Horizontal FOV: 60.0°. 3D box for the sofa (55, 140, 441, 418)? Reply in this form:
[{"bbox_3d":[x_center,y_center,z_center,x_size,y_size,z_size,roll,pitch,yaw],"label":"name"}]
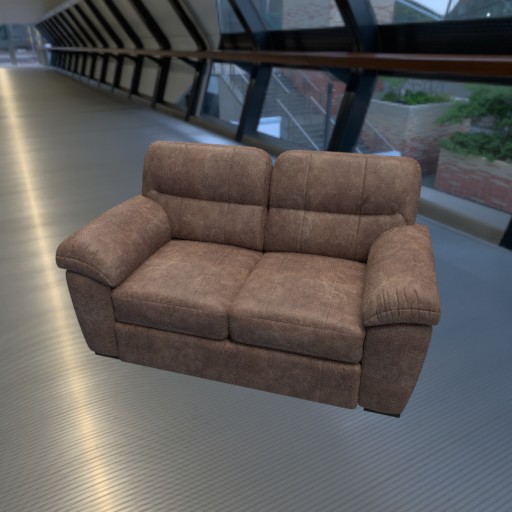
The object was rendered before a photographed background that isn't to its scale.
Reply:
[{"bbox_3d":[0.000,0.000,2.348,1.753,0.991,0.991,7,27,15],"label":"sofa"}]
